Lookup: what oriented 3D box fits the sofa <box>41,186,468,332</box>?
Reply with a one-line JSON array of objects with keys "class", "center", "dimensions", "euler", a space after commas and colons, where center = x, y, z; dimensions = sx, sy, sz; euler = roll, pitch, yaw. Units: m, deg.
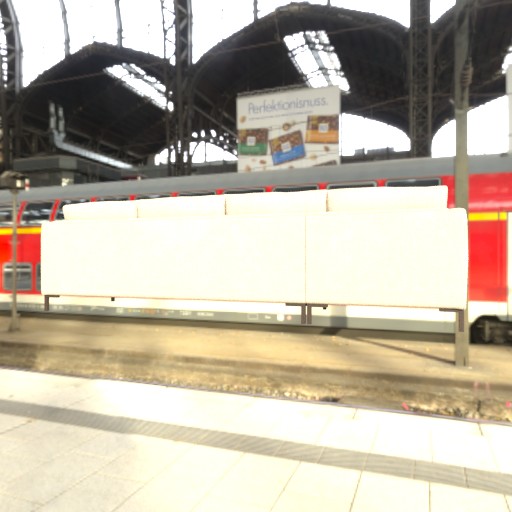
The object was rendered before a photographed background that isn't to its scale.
[{"class": "sofa", "center": [0.000, 0.000, 3.484], "dimensions": [2.923, 0.816, 1.469], "euler": [0, 0, 19]}]
